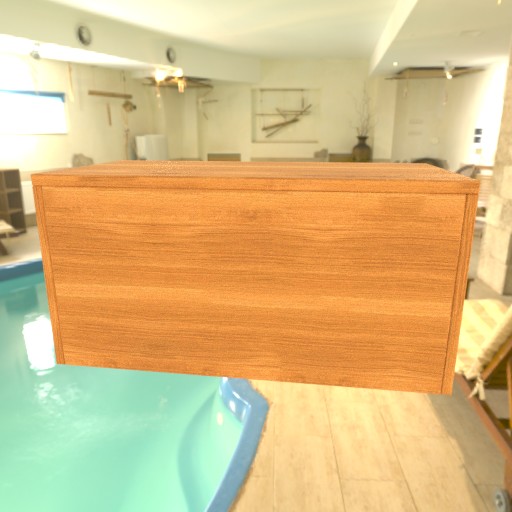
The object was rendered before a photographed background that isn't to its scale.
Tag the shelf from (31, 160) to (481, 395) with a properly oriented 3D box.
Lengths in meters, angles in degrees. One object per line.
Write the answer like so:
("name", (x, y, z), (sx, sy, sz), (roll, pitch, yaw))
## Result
("shelf", (0.000, 0.000, 1.022), (0.800, 0.400, 0.400), (2, 16, 8))
